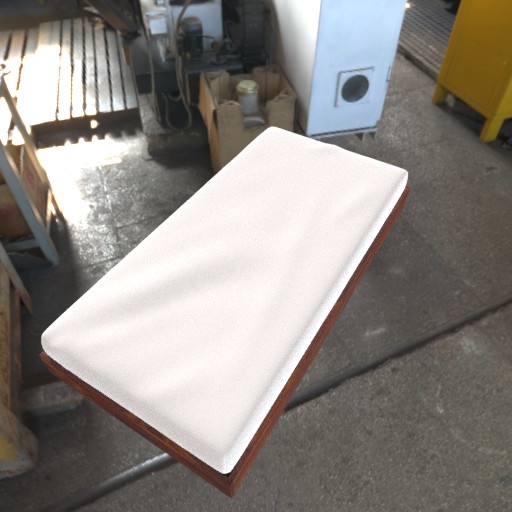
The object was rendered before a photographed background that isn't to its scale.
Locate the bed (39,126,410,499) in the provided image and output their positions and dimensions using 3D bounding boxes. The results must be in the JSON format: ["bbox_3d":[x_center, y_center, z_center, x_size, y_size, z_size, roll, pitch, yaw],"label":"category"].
[{"bbox_3d":[0.000,0.000,2.176,0.940,0.312,1.860,24,52,21],"label":"bed"}]
